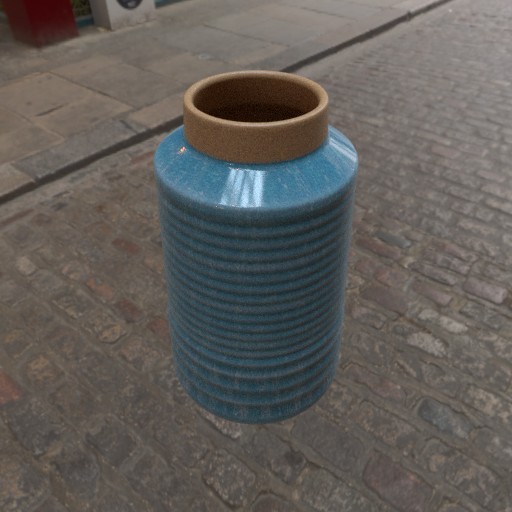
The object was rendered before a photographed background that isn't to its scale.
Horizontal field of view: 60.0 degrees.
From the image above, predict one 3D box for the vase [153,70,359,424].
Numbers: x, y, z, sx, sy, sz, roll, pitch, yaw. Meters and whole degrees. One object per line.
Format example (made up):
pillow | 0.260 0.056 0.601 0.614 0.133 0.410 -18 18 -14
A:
vase | 0.000 0.000 0.363 0.163 0.267 0.163 0 41 0
